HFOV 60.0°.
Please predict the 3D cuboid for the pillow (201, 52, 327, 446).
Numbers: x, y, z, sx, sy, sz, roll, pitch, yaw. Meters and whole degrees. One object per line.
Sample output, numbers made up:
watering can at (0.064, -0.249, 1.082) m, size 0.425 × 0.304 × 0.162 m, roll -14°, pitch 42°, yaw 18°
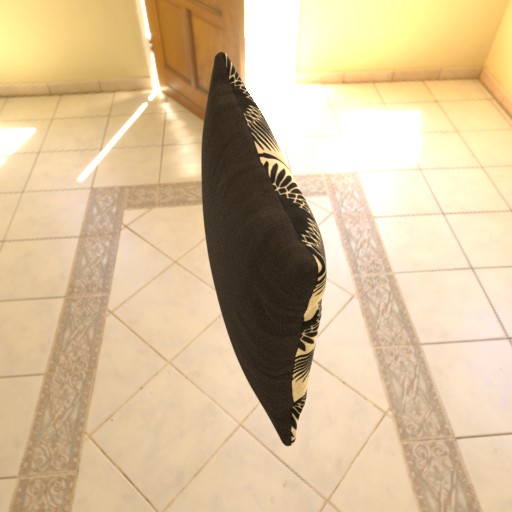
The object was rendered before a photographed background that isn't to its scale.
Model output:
pillow at (0.000, 0.000, 0.672) m, size 0.139 × 0.432 × 0.432 m, roll -11°, pitch 50°, yaw -9°
